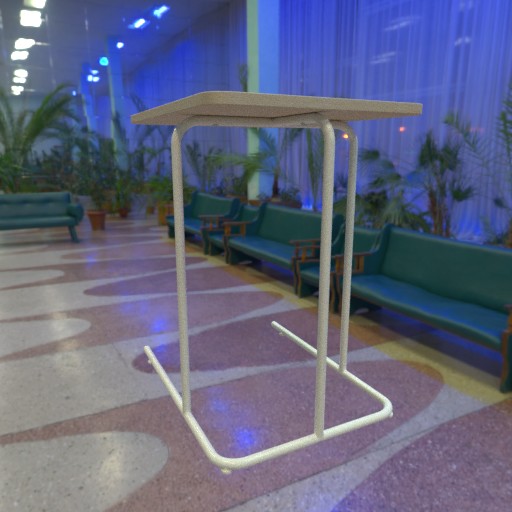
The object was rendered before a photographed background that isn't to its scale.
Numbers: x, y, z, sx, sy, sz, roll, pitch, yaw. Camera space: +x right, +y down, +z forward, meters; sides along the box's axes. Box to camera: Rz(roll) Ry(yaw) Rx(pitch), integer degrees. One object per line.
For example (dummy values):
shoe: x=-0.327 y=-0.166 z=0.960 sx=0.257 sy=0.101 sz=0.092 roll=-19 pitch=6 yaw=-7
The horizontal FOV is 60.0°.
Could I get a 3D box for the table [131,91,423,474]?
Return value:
table: x=0.000 y=0.000 z=0.883 sx=0.370 sy=0.550 sz=0.480 roll=-7 pitch=15 yaw=-26
